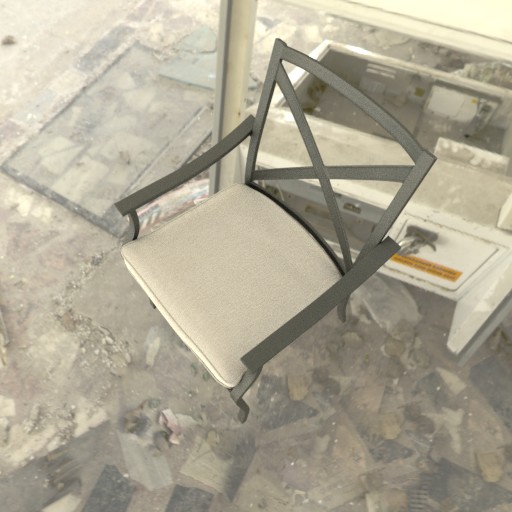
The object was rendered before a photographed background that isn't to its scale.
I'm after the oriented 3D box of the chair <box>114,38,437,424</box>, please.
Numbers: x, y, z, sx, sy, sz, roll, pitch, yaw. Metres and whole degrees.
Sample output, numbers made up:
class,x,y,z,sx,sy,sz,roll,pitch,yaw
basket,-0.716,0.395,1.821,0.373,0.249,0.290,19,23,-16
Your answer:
class,x,y,z,sx,sy,sz,roll,pitch,yaw
chair,0.000,0.000,1.287,0.620,0.889,0.575,-36,67,-18
